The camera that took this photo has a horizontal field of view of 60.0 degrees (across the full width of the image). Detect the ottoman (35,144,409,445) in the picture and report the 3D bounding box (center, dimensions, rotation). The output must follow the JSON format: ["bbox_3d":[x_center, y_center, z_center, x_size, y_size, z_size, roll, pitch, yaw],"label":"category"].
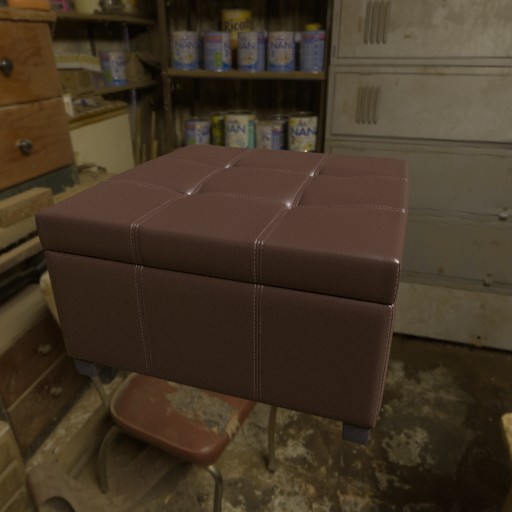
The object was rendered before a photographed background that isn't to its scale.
[{"bbox_3d":[0.000,0.000,1.279,0.788,0.460,0.787,8,27,16],"label":"ottoman"}]
